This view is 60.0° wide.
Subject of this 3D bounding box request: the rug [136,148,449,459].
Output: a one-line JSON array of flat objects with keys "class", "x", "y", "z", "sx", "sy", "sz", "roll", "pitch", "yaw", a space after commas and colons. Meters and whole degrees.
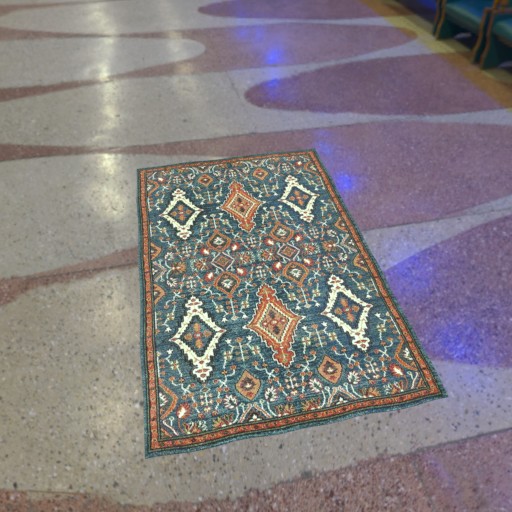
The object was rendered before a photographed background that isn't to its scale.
[{"class": "rug", "x": 0.000, "y": 0.000, "z": 4.190, "sx": 2.190, "sy": 0.008, "sz": 3.371, "roll": -8, "pitch": 47, "yaw": -8}]
